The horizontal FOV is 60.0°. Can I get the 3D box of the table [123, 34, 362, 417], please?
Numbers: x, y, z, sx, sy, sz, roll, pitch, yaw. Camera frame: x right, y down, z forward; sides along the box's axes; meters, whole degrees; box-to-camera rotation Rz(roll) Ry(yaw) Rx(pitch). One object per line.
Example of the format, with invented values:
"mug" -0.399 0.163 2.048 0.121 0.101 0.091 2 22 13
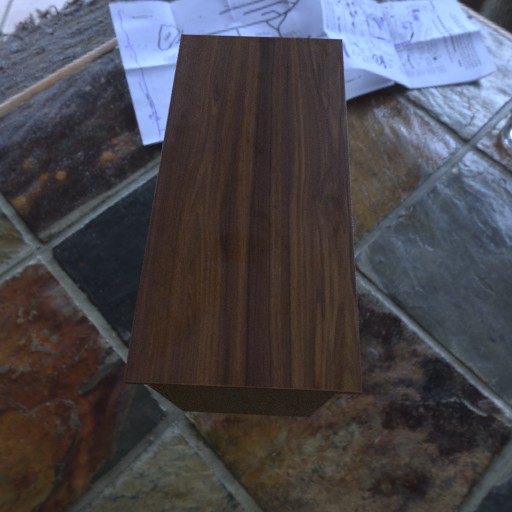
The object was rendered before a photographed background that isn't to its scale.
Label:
"table" 0.000 0.000 1.202 0.390 0.725 0.802 2 65 1
